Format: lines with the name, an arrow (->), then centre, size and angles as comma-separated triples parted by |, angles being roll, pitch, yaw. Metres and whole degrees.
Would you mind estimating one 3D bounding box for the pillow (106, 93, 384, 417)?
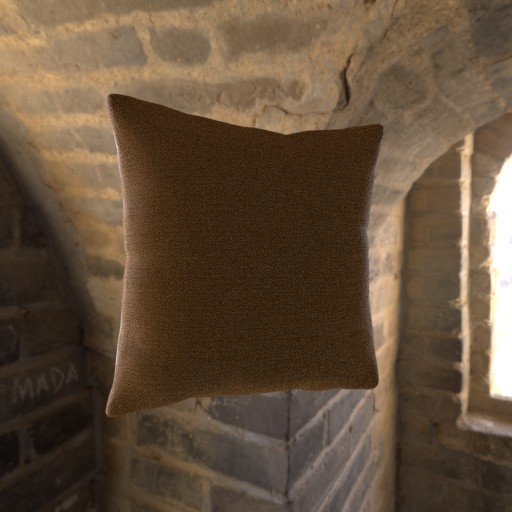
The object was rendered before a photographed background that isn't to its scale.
pillow -> 0.000, 0.000, 0.668 | 0.432, 0.437, 0.147 | 0, 1, -19
